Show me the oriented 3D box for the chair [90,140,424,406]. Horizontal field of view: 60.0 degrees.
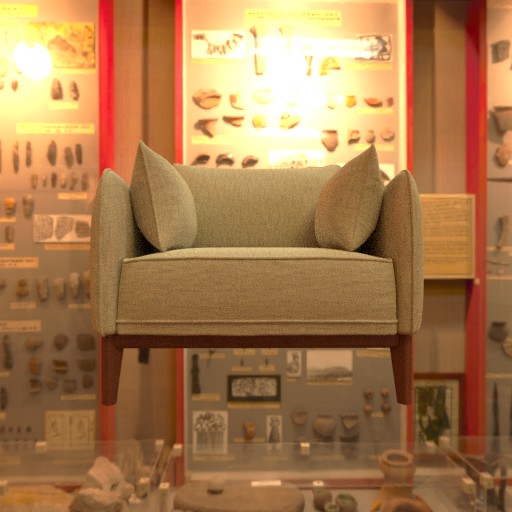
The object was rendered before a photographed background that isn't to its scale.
[{"bbox_3d":[0.000,0.000,1.711,0.994,0.855,0.991,0,1,0],"label":"chair"}]
